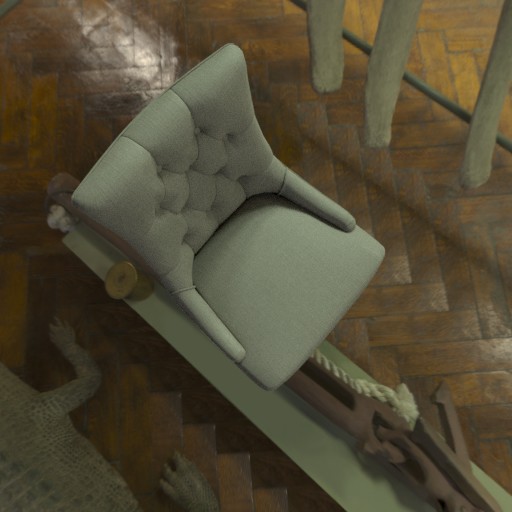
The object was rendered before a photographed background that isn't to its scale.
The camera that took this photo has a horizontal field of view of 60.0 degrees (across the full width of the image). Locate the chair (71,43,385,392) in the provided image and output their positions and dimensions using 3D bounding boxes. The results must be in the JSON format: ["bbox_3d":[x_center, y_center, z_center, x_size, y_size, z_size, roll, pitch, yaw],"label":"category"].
[{"bbox_3d":[0.000,0.000,1.206,0.565,0.874,0.509,40,80,9],"label":"chair"}]
